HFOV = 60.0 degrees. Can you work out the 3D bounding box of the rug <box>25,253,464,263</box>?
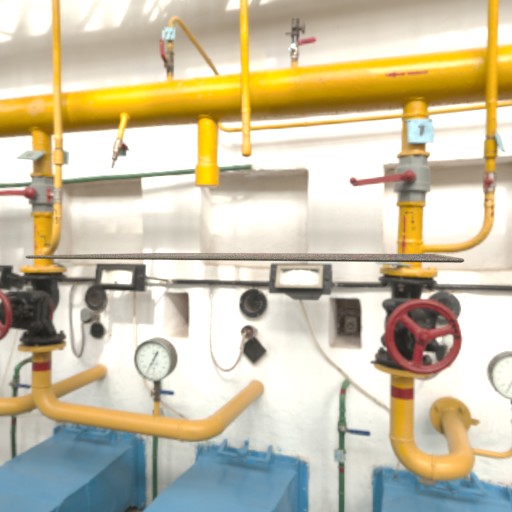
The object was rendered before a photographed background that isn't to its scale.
[{"bbox_3d":[0.000,0.000,2.198,1.748,0.014,1.144,0,1,18],"label":"rug"}]
